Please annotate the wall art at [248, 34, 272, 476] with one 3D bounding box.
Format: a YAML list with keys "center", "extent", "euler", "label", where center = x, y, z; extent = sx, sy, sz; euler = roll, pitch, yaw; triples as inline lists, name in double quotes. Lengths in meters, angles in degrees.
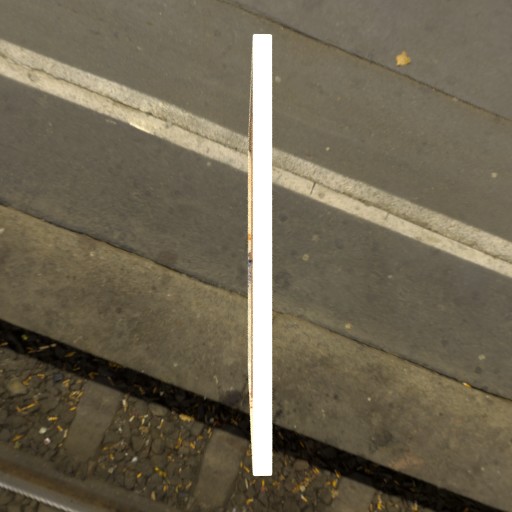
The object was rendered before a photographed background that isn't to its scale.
- center: [0.000, 0.000, 1.336]
  extent: [0.038, 0.889, 0.889]
  euler: [0, 90, -2]
  label: "wall art"
